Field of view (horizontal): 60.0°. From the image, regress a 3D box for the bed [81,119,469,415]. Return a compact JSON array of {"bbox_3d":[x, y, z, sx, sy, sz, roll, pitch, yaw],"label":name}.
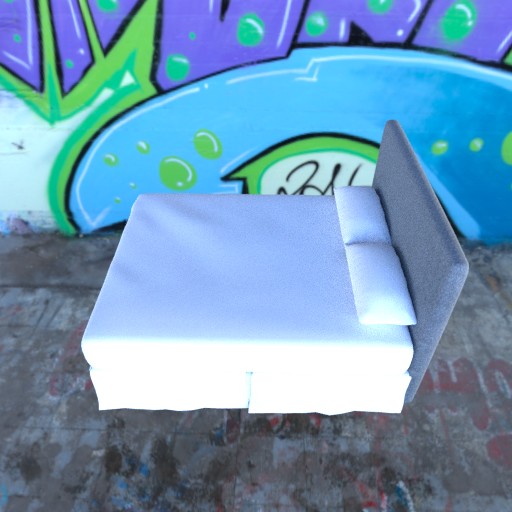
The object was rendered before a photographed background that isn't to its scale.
[{"bbox_3d":[0.000,0.000,3.162,2.142,1.330,1.723,1,42,1],"label":"bed"}]
